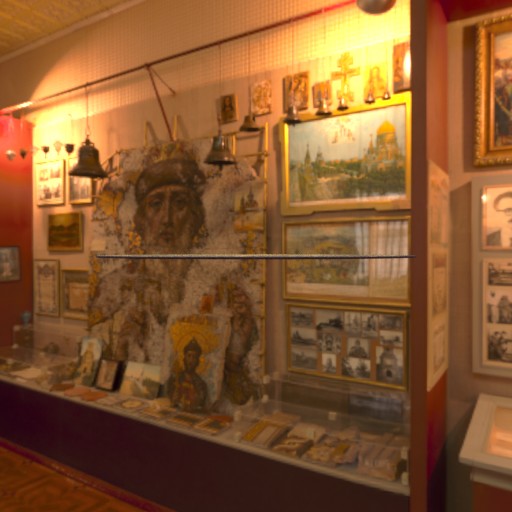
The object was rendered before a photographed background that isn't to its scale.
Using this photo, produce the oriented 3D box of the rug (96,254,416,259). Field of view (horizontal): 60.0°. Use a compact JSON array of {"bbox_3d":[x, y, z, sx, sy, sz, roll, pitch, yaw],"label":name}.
[{"bbox_3d":[0.000,0.000,2.343,1.591,0.010,1.591,0,1,0],"label":"rug"}]
